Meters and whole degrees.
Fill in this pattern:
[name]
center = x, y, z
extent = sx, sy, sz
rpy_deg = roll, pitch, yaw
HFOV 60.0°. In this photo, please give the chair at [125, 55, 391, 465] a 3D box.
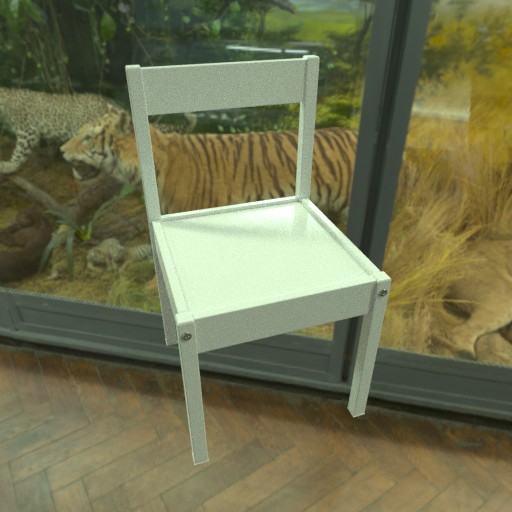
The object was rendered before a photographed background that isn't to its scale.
[chair]
center = 0.000, 0.000, 0.667
extent = 0.285, 0.505, 0.285
rpy_deg = -10, 34, -15
